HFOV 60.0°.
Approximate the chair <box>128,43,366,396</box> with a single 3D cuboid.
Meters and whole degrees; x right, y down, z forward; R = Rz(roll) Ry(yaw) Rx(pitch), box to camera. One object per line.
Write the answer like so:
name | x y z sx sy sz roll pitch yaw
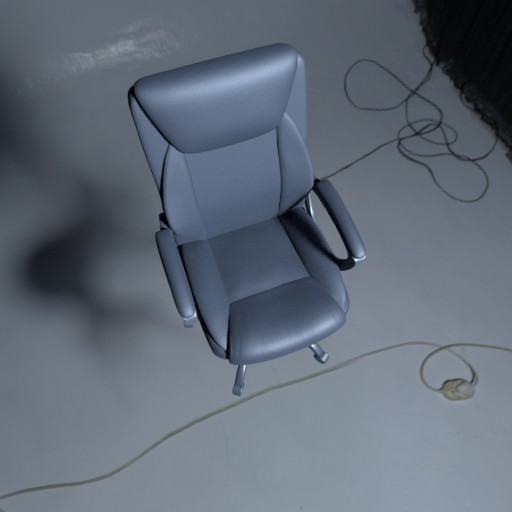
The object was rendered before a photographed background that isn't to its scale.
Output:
chair | 0.000 0.000 1.437 0.615 1.072 0.655 -18 65 -9
